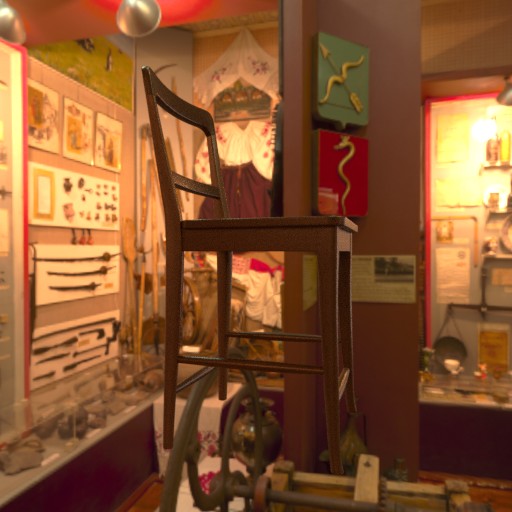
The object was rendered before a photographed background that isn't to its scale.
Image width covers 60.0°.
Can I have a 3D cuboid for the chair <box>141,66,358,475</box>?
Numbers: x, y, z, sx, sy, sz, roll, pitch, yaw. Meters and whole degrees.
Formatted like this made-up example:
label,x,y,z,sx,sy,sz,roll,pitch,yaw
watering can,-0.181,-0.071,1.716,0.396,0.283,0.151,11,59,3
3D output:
label,x,y,z,sx,sy,sz,roll,pitch,yaw
chair,0.000,0.000,1.277,0.546,0.991,0.450,0,1,17
